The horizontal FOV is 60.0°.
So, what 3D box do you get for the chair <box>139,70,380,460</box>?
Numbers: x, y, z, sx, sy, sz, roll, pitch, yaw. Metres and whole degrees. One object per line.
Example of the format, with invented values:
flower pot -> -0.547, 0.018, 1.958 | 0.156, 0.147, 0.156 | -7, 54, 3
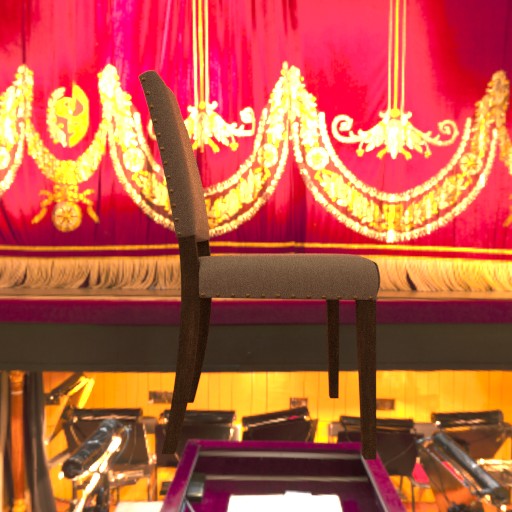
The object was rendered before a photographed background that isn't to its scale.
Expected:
chair -> 0.000, 0.000, 1.352 | 0.620, 1.020, 0.508 | 0, 0, -1
